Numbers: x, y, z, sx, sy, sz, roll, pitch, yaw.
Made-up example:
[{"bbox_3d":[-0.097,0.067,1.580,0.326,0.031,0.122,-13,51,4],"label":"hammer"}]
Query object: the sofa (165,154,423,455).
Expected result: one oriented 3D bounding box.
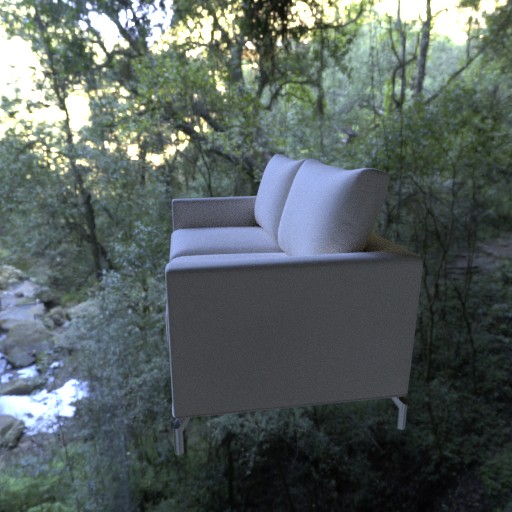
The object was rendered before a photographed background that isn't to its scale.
[{"bbox_3d":[0.000,0.000,2.333,0.906,0.995,1.739,-2,15,-9],"label":"sofa"}]
